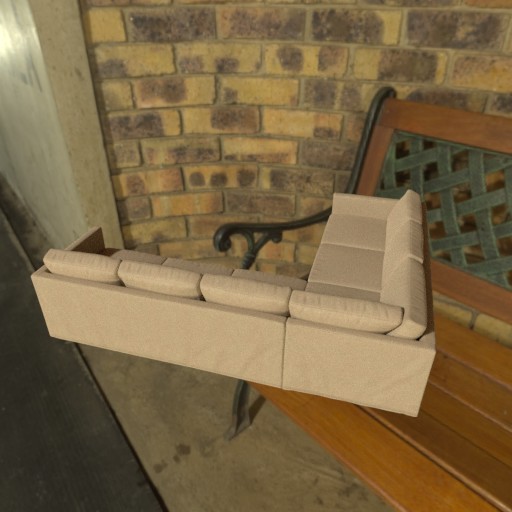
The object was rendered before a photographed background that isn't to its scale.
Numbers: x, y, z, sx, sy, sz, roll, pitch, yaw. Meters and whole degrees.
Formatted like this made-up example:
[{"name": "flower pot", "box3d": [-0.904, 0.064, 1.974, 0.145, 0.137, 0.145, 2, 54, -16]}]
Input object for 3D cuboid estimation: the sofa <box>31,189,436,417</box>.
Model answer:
[{"name": "sofa", "box3d": [0.000, 0.000, 4.382, 3.182, 0.871, 2.432, 9, 33, 14]}]
